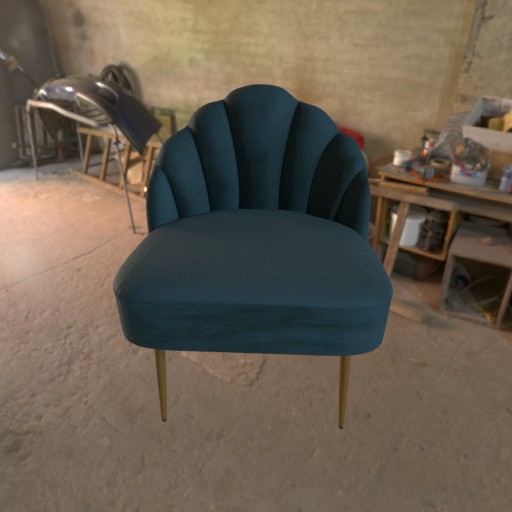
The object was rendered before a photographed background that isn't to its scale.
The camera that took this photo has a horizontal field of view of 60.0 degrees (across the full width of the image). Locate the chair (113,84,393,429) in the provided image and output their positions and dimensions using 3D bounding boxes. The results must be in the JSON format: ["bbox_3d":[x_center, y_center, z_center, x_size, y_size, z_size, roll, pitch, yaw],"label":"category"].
[{"bbox_3d":[0.000,0.000,1.243,0.657,0.819,0.599,1,30,2],"label":"chair"}]
